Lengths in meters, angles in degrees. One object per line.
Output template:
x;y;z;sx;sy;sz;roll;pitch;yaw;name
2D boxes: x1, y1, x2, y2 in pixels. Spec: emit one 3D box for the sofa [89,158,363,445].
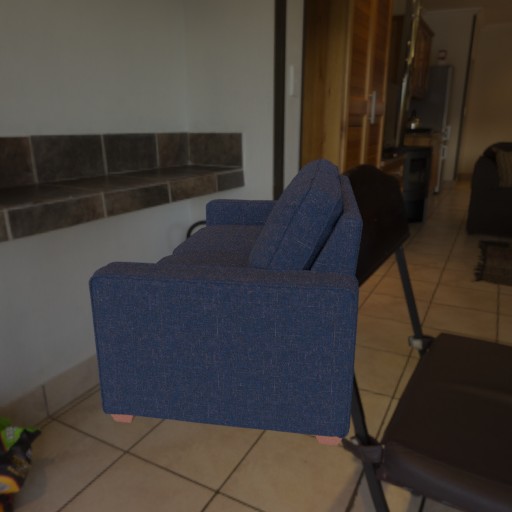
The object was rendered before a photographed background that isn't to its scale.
0.000;0.000;2.293;0.947;0.918;1.709;3;16;9;sofa
